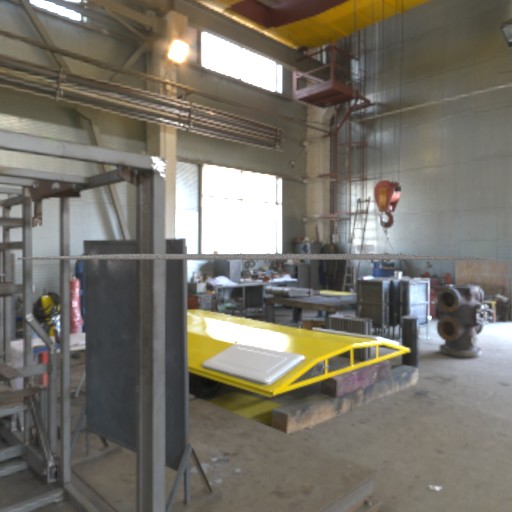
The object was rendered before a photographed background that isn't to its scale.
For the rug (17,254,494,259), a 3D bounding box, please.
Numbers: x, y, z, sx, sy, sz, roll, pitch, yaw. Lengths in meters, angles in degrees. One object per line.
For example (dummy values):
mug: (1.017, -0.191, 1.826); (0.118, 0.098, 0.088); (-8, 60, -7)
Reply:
rug: (0.000, 0.000, 2.872); (2.235, 0.008, 1.600); (0, 1, 1)
